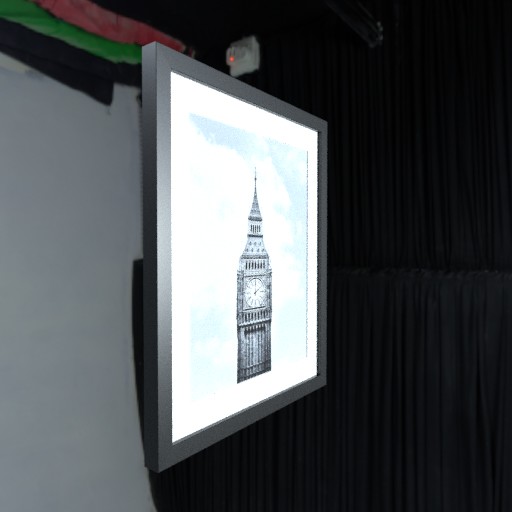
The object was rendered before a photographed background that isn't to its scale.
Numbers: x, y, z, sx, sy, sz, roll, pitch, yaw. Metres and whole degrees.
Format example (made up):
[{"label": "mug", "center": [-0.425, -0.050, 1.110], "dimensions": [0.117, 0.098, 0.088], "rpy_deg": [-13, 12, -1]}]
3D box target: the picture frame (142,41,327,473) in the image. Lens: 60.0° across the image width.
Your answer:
[{"label": "picture frame", "center": [0.000, 0.000, 0.763], "dimensions": [0.028, 0.556, 0.460], "rpy_deg": [1, 2, 37]}]
